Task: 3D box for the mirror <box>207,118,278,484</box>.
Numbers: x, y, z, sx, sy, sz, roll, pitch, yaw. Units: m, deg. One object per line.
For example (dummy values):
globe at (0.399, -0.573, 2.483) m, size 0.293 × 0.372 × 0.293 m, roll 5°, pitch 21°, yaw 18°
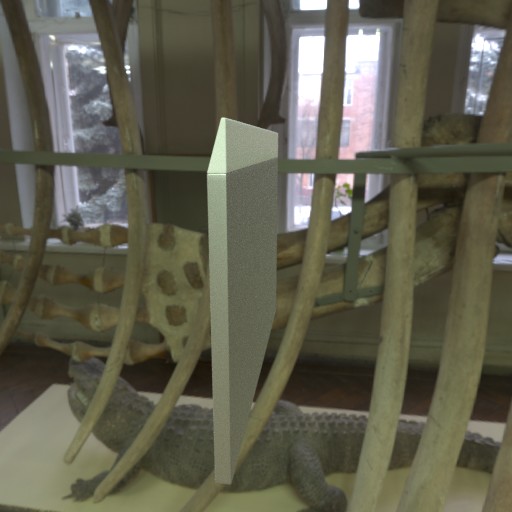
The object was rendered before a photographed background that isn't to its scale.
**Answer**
mirror at (0.000, 0.000, 1.138) m, size 0.030 × 0.630 × 0.870 m, roll 2°, pitch 14°, yaw 8°
